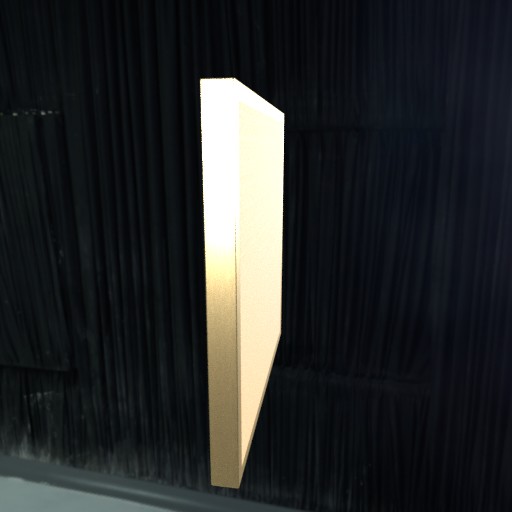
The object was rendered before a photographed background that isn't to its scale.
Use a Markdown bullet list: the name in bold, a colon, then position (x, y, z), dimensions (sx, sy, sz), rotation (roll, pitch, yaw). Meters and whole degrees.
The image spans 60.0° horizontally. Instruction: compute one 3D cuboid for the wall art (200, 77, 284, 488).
- **wall art**: position (0.000, 0.000, 0.463), dimensions (0.023, 0.305, 0.305), rotation (2, 14, 9)
